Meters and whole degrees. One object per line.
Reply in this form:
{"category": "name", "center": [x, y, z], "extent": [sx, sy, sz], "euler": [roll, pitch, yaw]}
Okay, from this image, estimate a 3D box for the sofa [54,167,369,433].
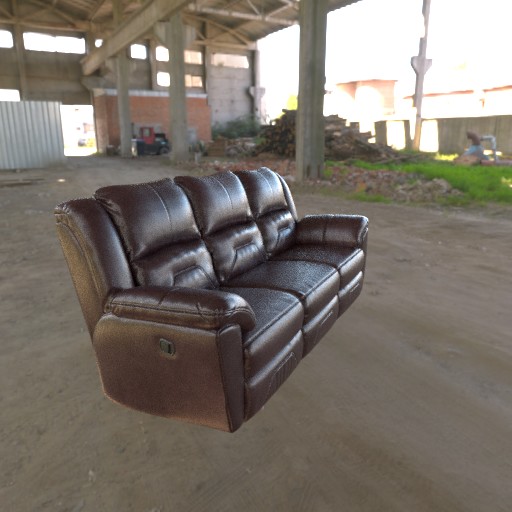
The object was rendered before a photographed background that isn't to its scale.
{"category": "sofa", "center": [0.000, 0.000, 2.872], "extent": [0.991, 1.043, 2.337], "euler": [8, 17, 27]}
